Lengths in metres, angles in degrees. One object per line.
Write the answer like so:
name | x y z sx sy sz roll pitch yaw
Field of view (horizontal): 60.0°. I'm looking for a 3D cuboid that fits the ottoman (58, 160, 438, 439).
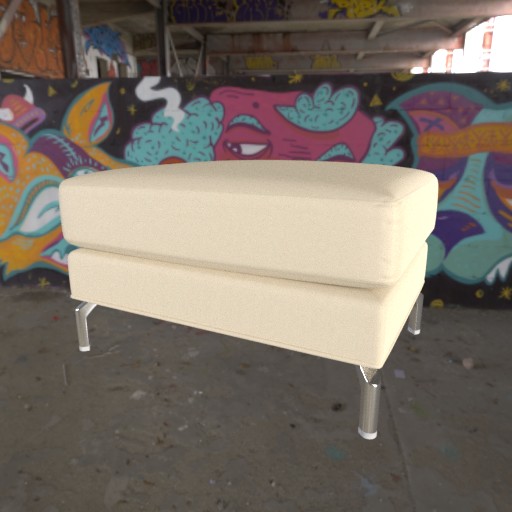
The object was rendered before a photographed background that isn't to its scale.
ottoman | 0.000 0.000 1.196 0.835 0.497 0.581 8 17 27
